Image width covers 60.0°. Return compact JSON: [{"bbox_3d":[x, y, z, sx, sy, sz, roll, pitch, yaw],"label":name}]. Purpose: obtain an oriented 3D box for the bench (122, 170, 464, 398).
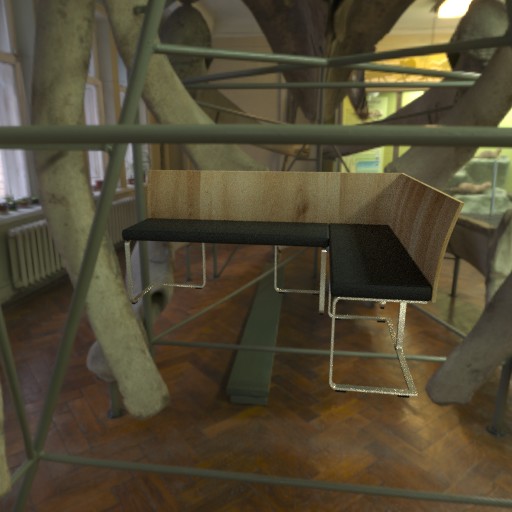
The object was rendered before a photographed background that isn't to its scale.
[{"bbox_3d":[0.000,0.000,2.779,1.945,0.930,1.495,2,15,8],"label":"bench"}]
